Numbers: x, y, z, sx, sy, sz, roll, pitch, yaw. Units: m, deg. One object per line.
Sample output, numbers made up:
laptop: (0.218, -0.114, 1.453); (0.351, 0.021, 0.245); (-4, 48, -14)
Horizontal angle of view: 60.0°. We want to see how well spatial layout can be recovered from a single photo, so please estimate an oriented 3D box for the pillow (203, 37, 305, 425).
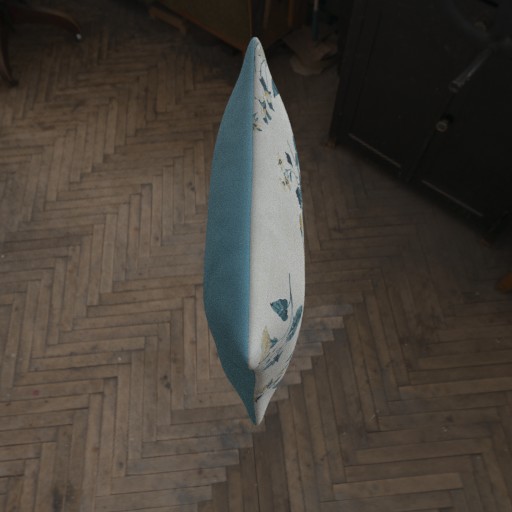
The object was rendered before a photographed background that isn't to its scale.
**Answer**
pillow: (0.000, 0.000, 0.809); (0.166, 0.507, 0.526); (1, 63, 0)
